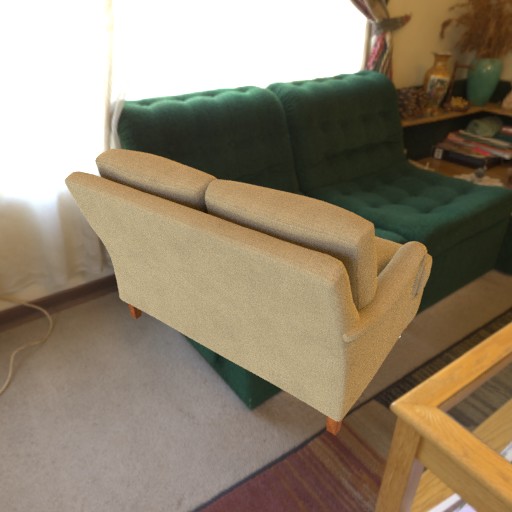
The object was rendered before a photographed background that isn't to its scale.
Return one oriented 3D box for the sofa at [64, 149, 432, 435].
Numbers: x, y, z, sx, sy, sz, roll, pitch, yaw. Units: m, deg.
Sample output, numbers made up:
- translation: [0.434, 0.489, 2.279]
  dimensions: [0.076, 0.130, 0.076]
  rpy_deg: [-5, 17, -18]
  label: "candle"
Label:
- translation: [0.000, 0.000, 2.233]
  dimensions: [1.480, 0.999, 1.087]
  rpy_deg: [21, 36, 32]
  label: "sofa"
